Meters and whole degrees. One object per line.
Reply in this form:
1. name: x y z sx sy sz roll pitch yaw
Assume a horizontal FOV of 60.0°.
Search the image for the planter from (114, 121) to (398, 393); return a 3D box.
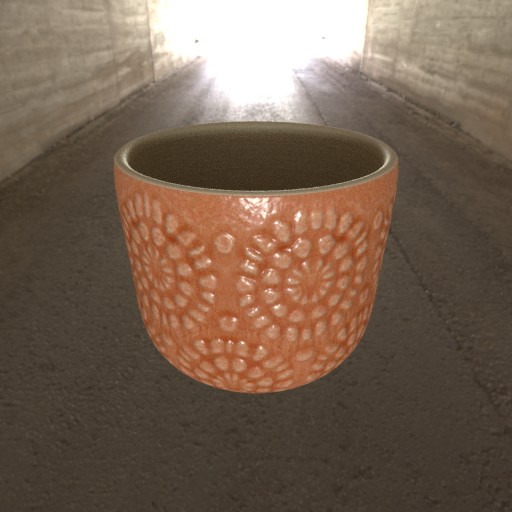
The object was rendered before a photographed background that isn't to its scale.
1. planter: 0.000 0.000 0.222 0.124 0.109 0.124 0 28 0
